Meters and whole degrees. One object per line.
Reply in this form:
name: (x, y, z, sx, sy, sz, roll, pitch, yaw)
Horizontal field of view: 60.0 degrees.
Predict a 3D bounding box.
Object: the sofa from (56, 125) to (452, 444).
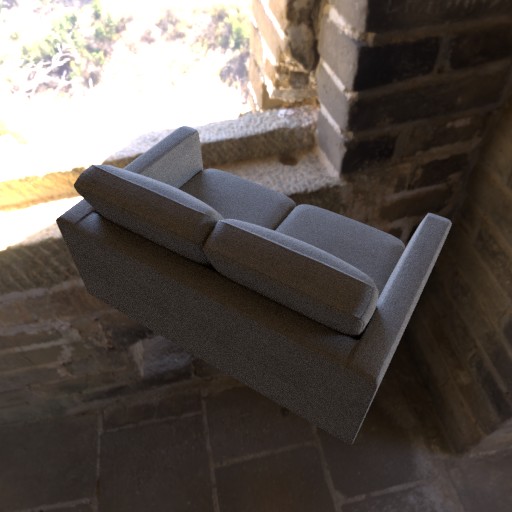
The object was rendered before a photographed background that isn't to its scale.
sofa: (0.000, 0.000, 2.179, 1.527, 0.973, 0.969, 24, 52, 21)
